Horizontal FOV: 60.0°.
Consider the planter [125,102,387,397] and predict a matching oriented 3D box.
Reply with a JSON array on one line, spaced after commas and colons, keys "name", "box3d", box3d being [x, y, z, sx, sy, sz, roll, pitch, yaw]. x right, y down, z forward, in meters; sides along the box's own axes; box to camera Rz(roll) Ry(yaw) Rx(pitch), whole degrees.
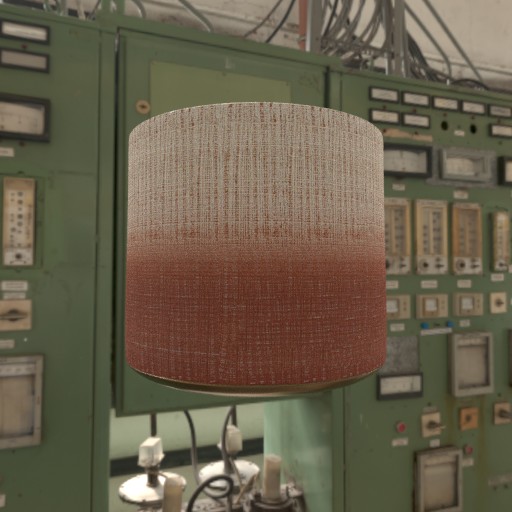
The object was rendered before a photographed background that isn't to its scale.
[{"name": "planter", "box3d": [0.000, 0.000, 0.315, 0.178, 0.157, 0.178, 0, -1, 0]}]
